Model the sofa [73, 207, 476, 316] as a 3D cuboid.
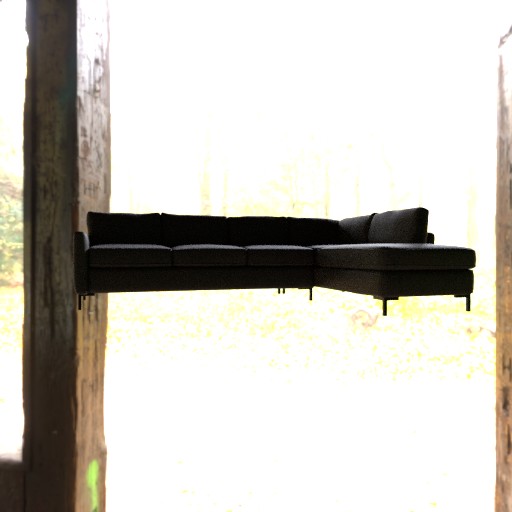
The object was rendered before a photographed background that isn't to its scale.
[{"bbox_3d":[0.000,0.000,3.845,2.972,0.858,1.984,0,0,-19],"label":"sofa"}]
